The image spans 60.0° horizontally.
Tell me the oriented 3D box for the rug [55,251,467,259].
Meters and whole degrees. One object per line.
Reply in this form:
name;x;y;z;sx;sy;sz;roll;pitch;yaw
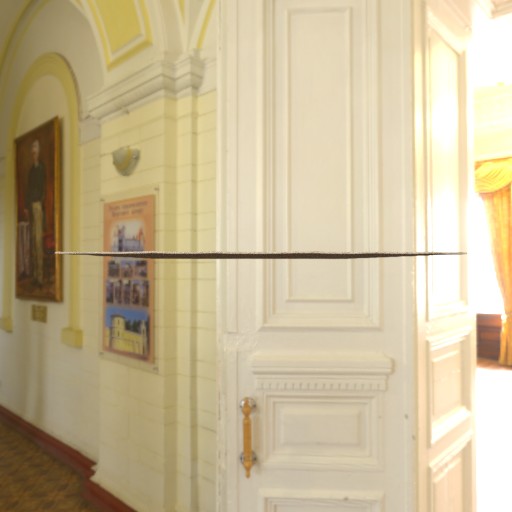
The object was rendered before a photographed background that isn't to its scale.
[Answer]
rug;0.000;0.000;3.301;1.964;0.025;2.455;0;-1;-2
